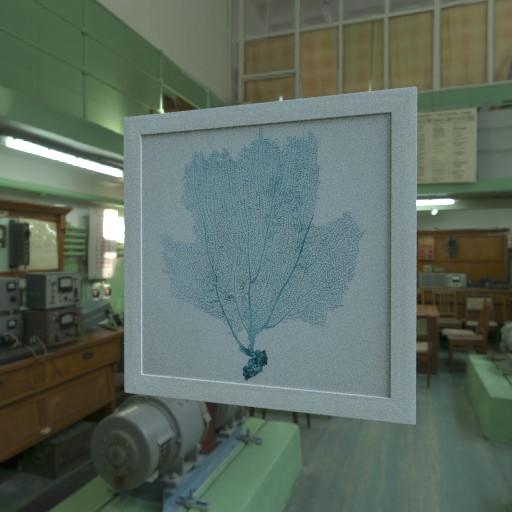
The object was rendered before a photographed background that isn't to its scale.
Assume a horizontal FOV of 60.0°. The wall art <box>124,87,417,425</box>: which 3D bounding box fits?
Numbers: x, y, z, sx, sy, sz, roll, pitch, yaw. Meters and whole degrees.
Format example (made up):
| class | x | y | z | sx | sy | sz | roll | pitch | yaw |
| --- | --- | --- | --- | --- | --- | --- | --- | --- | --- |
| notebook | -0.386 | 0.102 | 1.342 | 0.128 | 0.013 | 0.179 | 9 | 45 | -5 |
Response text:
| class | x | y | z | sx | sy | sz | roll | pitch | yaw |
| --- | --- | --- | --- | --- | --- | --- | --- | --- | --- |
| wall art | 0.000 | 0.000 | 0.859 | 0.584 | 0.584 | 0.013 | 0 | 1 | 18 |
